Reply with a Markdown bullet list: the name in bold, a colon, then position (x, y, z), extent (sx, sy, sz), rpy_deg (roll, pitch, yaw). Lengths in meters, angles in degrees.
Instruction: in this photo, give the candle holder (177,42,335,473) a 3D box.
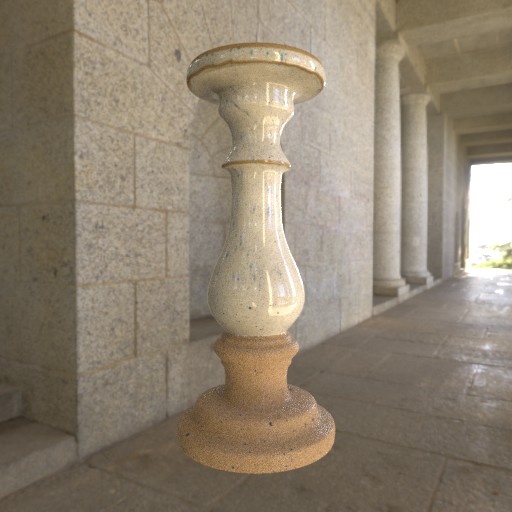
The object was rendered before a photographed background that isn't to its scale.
- **candle holder**: position (0.000, 0.000, 0.246), extent (0.088, 0.203, 0.088), rpy_deg (0, 2, 0)
